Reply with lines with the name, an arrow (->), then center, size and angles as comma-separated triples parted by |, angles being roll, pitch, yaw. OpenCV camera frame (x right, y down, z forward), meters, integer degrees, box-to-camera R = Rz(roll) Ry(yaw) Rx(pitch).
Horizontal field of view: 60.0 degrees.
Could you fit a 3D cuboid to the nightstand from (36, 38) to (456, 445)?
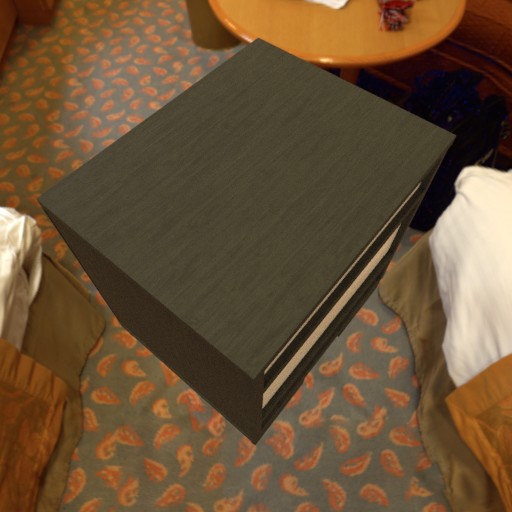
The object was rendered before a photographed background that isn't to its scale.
nightstand -> 0.000, 0.000, 0.759 | 0.347, 0.448, 0.427 | 35, 65, 19
